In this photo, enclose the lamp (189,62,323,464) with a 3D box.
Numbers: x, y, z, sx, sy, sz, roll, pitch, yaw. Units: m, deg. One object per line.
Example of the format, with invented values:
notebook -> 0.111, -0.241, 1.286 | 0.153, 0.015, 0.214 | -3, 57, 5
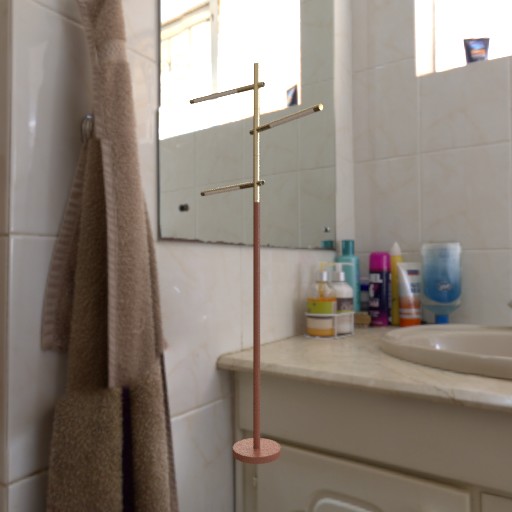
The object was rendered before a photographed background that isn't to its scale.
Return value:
lamp -> 0.000, 0.000, 1.940 | 0.737, 1.704, 0.209 | -1, -2, 36
